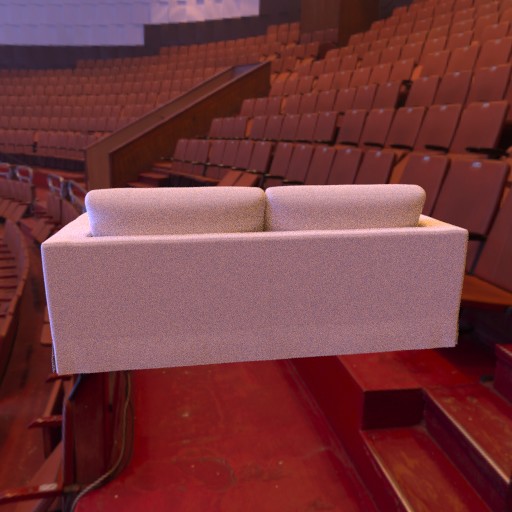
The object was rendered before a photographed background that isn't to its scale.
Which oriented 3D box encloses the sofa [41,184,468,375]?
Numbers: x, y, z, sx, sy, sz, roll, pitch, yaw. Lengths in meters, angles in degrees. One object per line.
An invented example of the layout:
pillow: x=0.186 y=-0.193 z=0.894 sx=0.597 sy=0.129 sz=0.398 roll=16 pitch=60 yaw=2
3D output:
sofa: x=0.000 y=0.000 z=2.667 sx=2.163 sy=0.881 sz=0.954 roll=-2 pitch=15 yaw=-8
